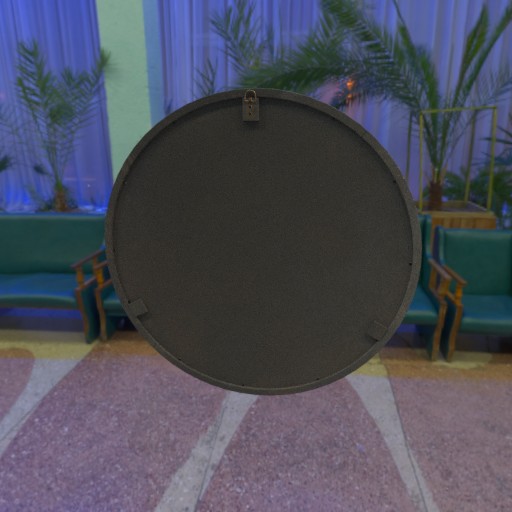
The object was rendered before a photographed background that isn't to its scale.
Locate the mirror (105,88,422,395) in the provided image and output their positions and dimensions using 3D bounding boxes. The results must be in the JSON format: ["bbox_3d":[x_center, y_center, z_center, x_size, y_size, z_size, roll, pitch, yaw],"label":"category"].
[{"bbox_3d":[0.000,0.000,1.004,0.710,0.710,0.038,3,18,8],"label":"mirror"}]
